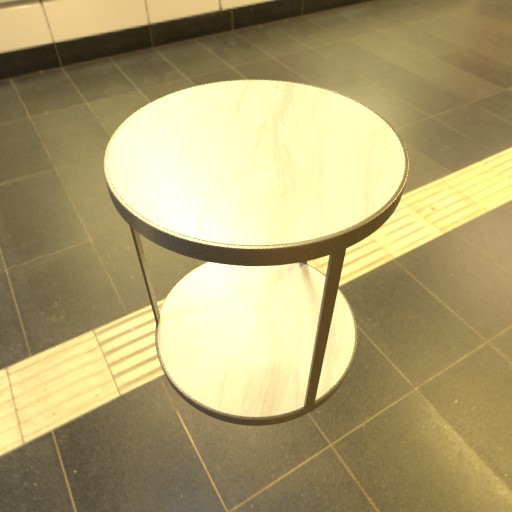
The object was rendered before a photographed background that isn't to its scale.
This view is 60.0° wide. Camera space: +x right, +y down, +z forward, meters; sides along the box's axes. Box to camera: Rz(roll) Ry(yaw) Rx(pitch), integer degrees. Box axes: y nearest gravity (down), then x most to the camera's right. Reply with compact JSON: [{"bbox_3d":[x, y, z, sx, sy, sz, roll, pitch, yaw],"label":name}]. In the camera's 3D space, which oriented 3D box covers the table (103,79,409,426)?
[{"bbox_3d":[0.000,0.000,0.833,0.445,0.479,0.445,0,46,0],"label":"table"}]
